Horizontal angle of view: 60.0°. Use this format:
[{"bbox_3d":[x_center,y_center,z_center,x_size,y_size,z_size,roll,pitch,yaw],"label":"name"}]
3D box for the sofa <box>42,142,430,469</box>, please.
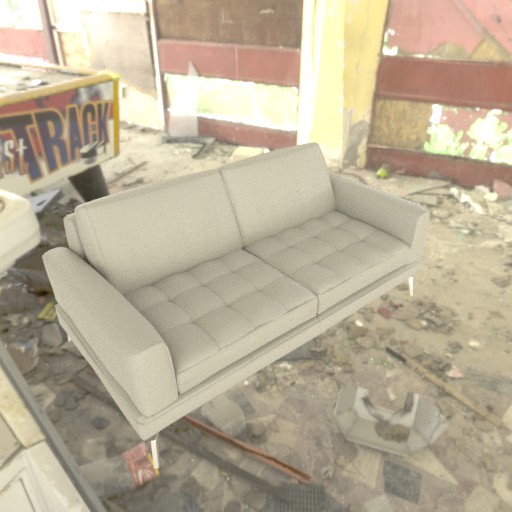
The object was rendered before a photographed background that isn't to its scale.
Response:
[{"bbox_3d":[0.000,0.000,2.699,2.177,0.930,1.121,-23,38,-33],"label":"sofa"}]
